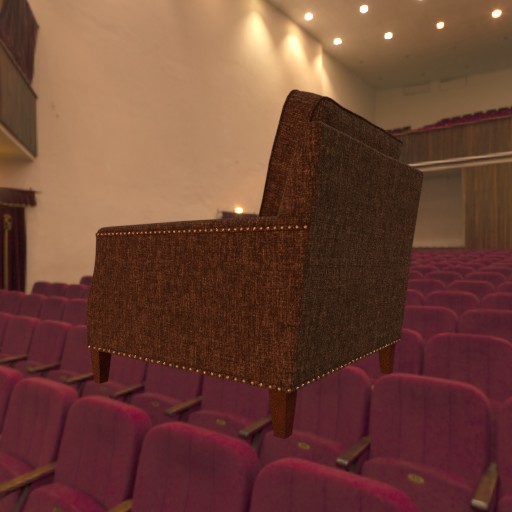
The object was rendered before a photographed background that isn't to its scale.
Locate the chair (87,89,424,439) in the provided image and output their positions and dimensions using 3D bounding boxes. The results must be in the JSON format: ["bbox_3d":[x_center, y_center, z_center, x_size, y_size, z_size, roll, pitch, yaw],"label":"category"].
[{"bbox_3d":[0.000,0.000,1.700,1.014,0.943,0.853,0,1,37],"label":"chair"}]
